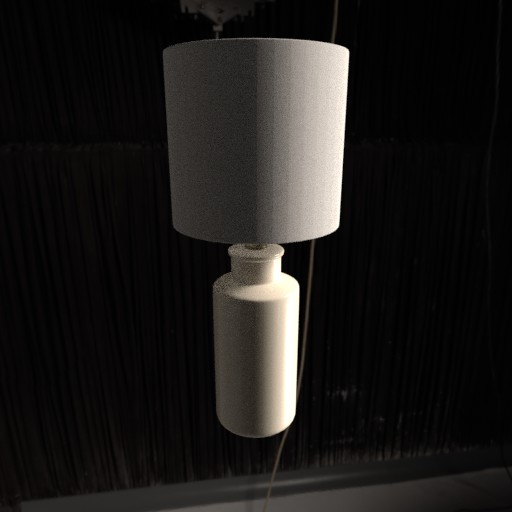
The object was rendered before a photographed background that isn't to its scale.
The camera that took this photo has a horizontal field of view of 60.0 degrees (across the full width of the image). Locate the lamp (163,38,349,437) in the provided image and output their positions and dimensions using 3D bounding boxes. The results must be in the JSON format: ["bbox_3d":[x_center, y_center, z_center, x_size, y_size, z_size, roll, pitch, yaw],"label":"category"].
[{"bbox_3d":[0.000,0.000,0.588,0.212,0.493,0.212,-3,18,-9],"label":"lamp"}]
